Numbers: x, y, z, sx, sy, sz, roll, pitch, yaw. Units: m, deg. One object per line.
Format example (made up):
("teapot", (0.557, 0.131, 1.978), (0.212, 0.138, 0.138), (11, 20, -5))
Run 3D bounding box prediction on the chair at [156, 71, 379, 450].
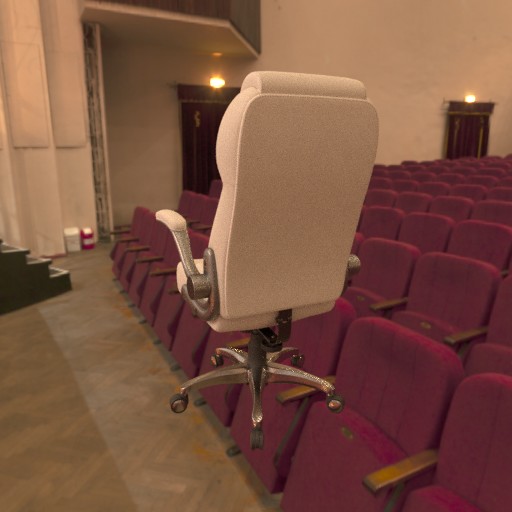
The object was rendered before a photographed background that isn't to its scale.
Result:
("chair", (0.000, 0.000, 1.848), (0.755, 1.330, 0.806), (-7, 15, -26))
